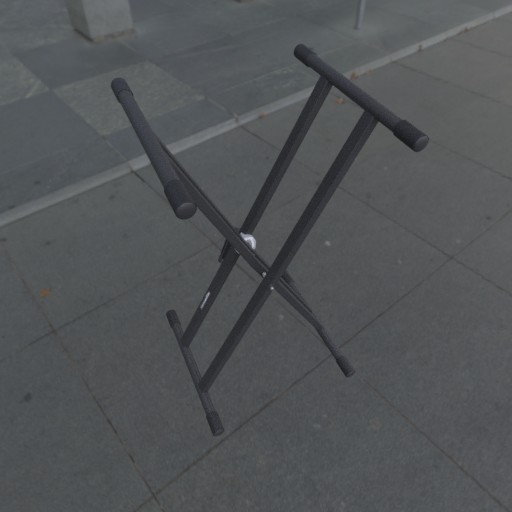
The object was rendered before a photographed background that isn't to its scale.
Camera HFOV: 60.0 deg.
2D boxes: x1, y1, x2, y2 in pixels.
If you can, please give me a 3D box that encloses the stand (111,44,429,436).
[{"bbox_3d":[0.000,0.000,1.232,0.503,0.900,0.495,-18,49,-17],"label":"stand"}]
